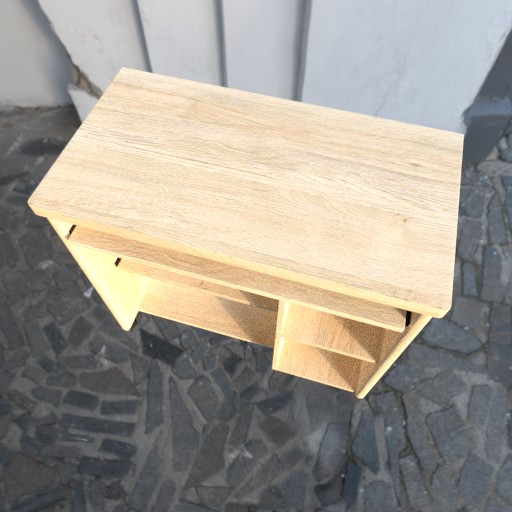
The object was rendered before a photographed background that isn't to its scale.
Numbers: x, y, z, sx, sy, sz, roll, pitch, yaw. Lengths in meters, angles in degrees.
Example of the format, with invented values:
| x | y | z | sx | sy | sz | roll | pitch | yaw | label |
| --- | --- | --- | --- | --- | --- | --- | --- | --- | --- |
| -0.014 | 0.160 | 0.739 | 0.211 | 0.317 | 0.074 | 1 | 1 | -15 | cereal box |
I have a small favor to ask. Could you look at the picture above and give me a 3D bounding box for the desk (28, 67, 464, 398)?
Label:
| x | y | z | sx | sy | sz | roll | pitch | yaw | label |
| --- | --- | --- | --- | --- | --- | --- | --- | --- | --- |
| 0.000 | 0.000 | 1.325 | 0.885 | 0.770 | 0.480 | 14 | 60 | 8 | desk |
